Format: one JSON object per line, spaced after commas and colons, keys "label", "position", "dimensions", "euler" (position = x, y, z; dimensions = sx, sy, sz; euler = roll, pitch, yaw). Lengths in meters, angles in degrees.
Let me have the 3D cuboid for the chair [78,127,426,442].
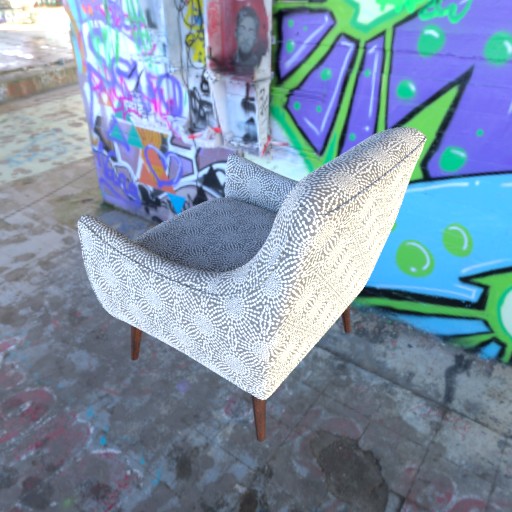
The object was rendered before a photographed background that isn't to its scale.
{"label": "chair", "position": [0.000, 0.000, 1.436], "dimensions": [0.787, 0.838, 0.762], "euler": [21, 38, 30]}
